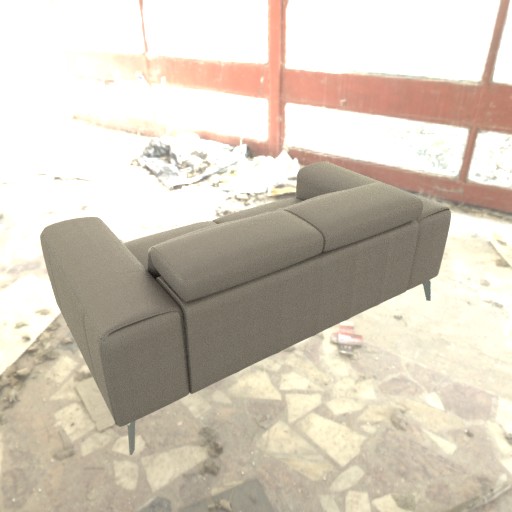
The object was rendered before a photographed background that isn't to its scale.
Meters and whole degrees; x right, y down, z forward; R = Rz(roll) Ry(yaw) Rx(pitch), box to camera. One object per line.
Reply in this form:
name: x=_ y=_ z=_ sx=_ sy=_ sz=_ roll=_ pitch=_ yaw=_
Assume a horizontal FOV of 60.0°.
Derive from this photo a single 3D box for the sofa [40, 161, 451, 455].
sofa: x=0.000 y=0.000 z=2.384 sx=1.930 sy=0.753 sz=1.024 roll=-19 pitch=34 yaw=-29
